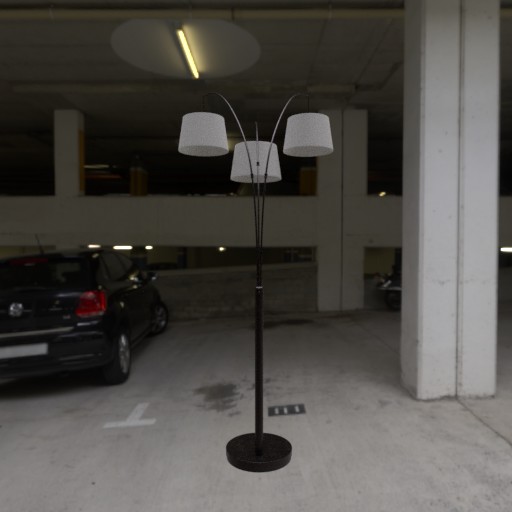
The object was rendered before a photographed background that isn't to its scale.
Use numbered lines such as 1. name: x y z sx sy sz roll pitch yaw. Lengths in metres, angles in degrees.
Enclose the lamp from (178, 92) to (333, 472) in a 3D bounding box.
1. lamp: 0.000 0.000 2.451 0.951 1.950 0.924 0 2 0
